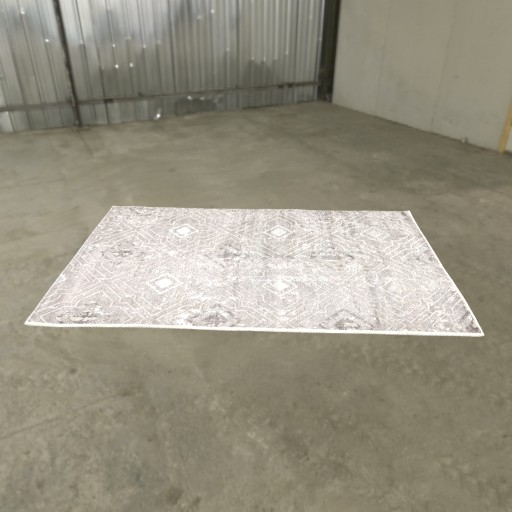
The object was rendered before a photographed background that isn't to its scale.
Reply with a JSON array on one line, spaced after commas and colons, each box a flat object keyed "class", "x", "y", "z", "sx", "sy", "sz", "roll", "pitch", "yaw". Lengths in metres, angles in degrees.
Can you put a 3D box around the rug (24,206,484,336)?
[{"class": "rug", "x": 0.000, "y": 0.000, "z": 2.997, "sx": 2.447, "sy": 0.036, "sz": 1.537, "roll": 1, "pitch": 31, "yaw": 2}]
